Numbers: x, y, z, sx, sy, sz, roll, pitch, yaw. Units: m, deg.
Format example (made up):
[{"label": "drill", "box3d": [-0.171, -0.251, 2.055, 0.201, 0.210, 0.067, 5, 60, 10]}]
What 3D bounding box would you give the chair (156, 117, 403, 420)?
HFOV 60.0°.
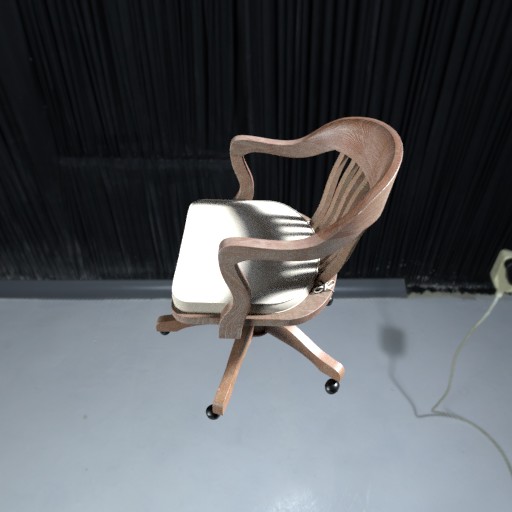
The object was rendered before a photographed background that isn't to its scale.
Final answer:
[{"label": "chair", "box3d": [0.000, 0.000, 1.505, 0.788, 0.878, 0.750, 0, 41, 0]}]
